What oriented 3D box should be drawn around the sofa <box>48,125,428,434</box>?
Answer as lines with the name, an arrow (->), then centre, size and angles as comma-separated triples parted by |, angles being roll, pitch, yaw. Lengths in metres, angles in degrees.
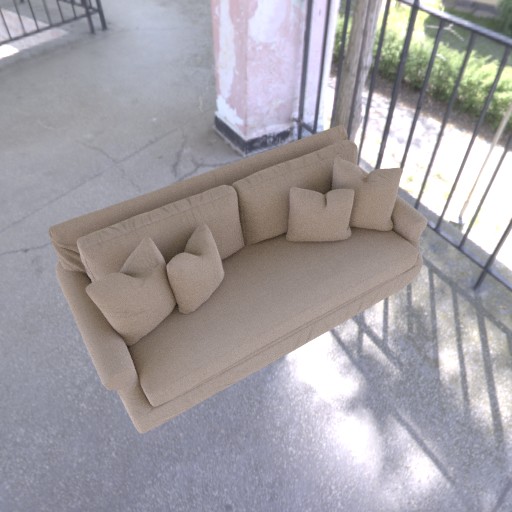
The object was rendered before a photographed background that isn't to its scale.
sofa -> 0.000, 0.000, 2.878 | 2.285, 0.904, 1.067 | -24, 51, -22
